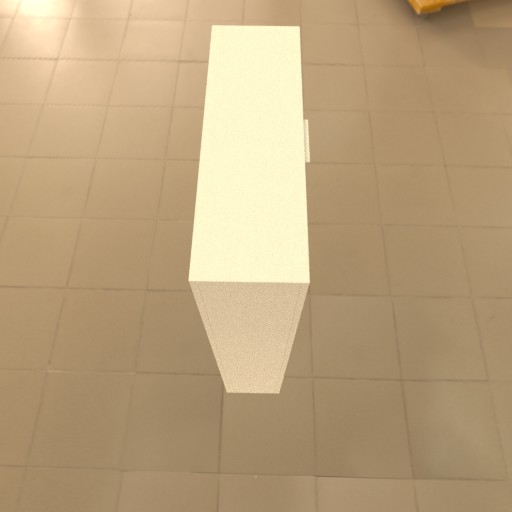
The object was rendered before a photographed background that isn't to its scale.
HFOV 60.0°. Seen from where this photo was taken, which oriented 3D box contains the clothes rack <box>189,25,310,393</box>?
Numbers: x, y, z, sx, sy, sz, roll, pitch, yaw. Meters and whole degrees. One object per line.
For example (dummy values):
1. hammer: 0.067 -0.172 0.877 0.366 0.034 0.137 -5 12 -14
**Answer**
1. clothes rack: 0.000 0.000 1.601 0.250 1.280 0.750 1 64 0
